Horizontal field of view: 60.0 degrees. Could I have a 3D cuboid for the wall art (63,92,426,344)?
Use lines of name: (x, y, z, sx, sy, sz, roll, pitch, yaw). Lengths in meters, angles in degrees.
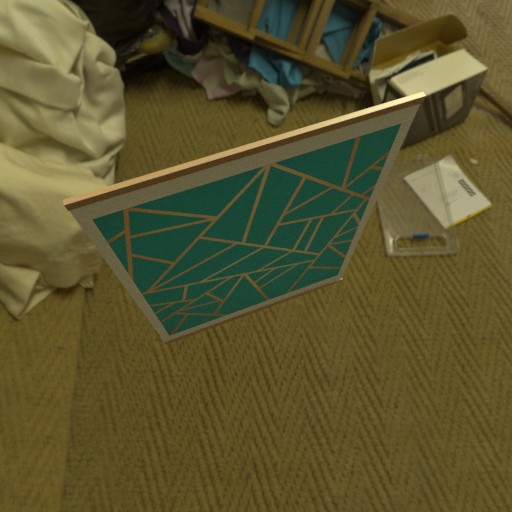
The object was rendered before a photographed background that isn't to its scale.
wall art: (0.000, 0.000, 1.333, 0.758, 1.016, 0.013, -19, 66, -9)
